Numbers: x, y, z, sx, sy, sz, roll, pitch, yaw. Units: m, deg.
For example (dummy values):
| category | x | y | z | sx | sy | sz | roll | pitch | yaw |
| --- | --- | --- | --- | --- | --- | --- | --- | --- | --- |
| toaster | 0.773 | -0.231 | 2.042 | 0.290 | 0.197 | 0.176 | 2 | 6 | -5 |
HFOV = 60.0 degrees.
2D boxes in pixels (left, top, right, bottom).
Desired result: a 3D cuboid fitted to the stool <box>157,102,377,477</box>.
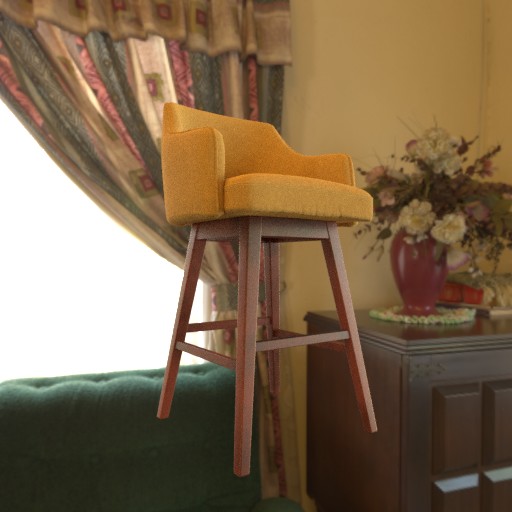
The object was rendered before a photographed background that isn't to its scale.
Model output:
| category | x | y | z | sx | sy | sz | roll | pitch | yaw |
| --- | --- | --- | --- | --- | --- | --- | --- | --- | --- |
| stool | 0.000 | 0.000 | 1.366 | 0.548 | 1.012 | 0.558 | 0 | -1 | -35 |
